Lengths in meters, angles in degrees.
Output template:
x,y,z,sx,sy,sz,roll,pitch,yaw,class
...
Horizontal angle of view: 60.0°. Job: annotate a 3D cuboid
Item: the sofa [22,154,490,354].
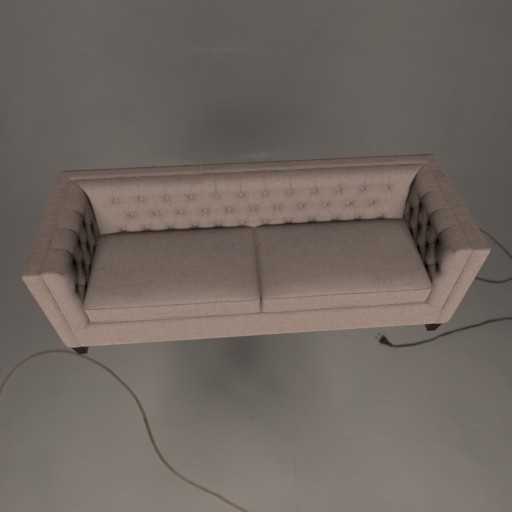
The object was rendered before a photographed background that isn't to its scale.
x,y,z,sx,sy,sz,roll,pitch,yaw,class
0.000,0.000,2.556,2.159,0.762,0.775,-3,49,-3,sofa
